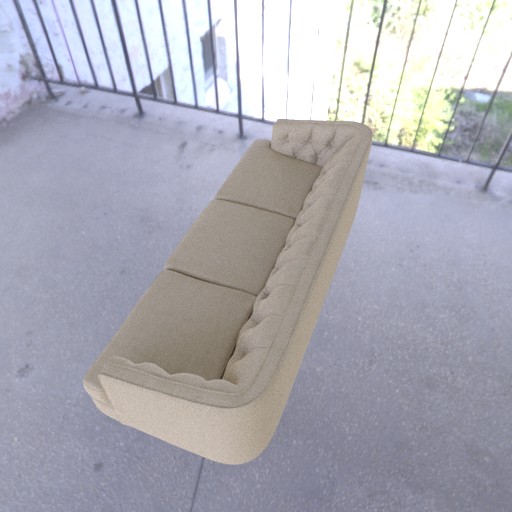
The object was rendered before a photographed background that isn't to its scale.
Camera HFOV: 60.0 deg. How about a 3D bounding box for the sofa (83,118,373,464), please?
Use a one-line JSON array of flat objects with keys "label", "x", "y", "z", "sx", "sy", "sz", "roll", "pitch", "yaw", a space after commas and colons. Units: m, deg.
[{"label": "sofa", "x": 0.000, "y": 0.000, "z": 2.693, "sx": 0.913, "sy": 0.788, "sz": 2.235, "roll": 16, "pitch": 50, "yaw": 15}]
